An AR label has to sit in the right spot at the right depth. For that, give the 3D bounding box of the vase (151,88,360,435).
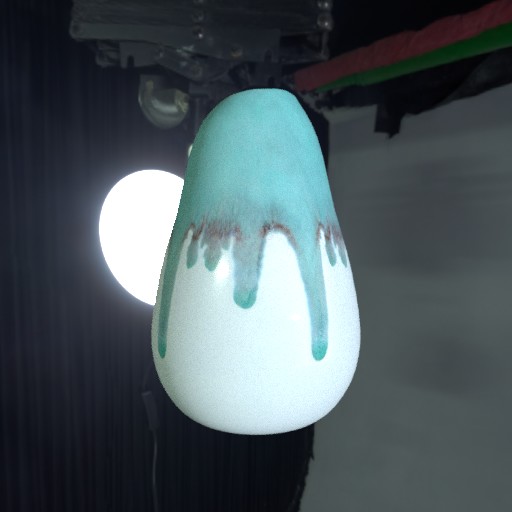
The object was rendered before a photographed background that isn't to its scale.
[{"bbox_3d":[0.000,0.000,0.253,0.116,0.179,0.116,0,0,0],"label":"vase"}]
